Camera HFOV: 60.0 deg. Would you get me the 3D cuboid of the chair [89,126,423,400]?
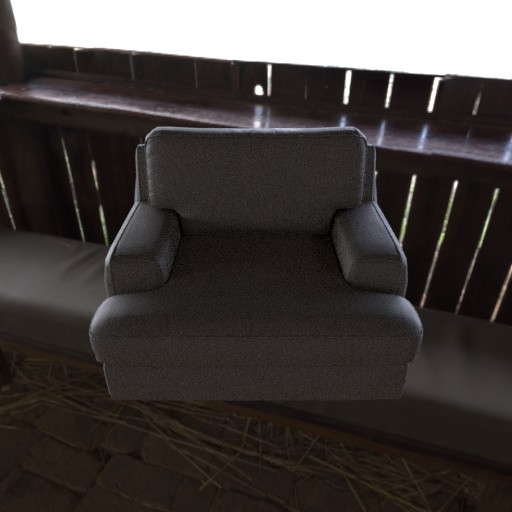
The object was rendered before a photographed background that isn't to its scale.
[{"bbox_3d":[0.000,0.000,2.011,1.270,0.974,1.043,0,31,0],"label":"chair"}]
